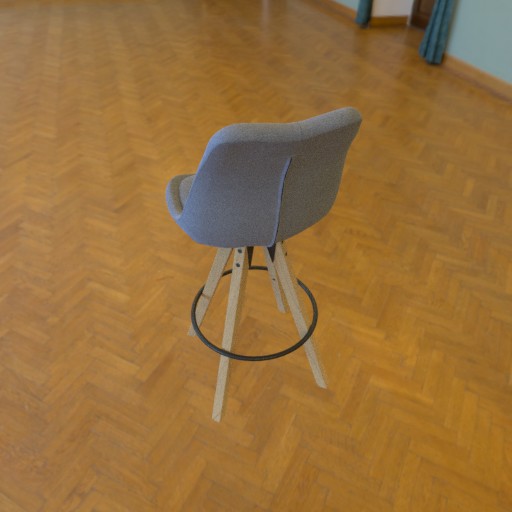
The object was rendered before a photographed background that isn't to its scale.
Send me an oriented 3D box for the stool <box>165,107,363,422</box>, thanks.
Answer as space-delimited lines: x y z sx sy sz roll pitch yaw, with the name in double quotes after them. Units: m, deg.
0.000 0.000 1.403 0.485 1.115 0.550 -13 42 -14 "stool"
